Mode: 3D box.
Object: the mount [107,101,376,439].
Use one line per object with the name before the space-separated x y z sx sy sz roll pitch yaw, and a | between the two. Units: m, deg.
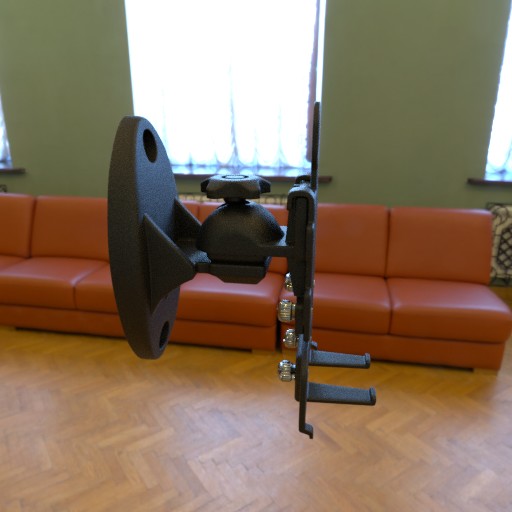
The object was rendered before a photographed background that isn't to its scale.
mount | 0.000 0.000 0.179 0.100 0.118 0.066 3 19 8
